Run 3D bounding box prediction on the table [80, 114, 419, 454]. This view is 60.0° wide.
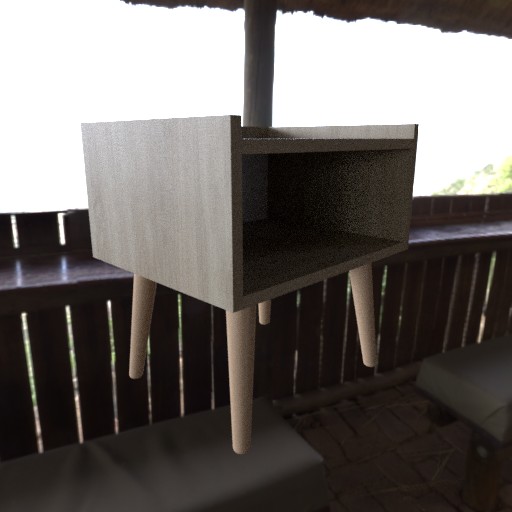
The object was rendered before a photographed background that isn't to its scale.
[{"bbox_3d":[0.000,0.000,0.818,0.370,0.470,0.450,14,21,43],"label":"table"}]
